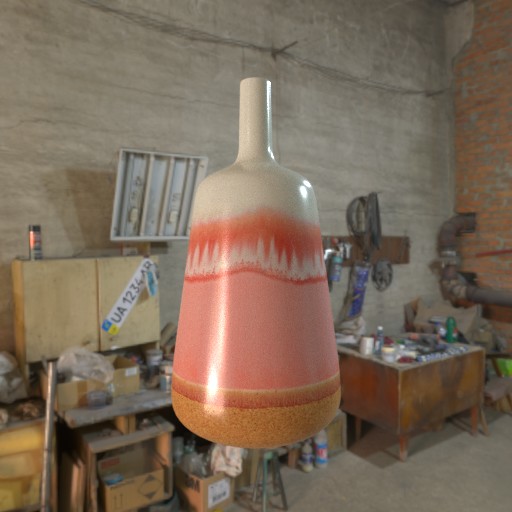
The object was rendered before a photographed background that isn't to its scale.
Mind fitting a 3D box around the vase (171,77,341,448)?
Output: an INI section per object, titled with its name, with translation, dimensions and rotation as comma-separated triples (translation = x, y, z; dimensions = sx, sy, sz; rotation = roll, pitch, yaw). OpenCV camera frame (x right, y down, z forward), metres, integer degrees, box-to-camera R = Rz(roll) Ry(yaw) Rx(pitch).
[vase]
translation = 0.000, 0.000, 0.383
dimensions = 0.144, 0.296, 0.144
rotation = 0, 1, 0
